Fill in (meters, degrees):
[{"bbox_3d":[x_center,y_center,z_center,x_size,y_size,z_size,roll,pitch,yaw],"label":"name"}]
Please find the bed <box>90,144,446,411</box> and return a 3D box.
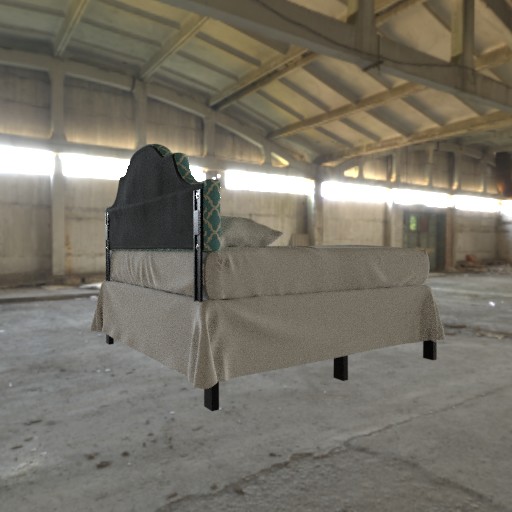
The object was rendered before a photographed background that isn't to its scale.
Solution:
[{"bbox_3d":[0.000,0.000,3.740,2.222,1.601,2.314,-1,1,-34],"label":"bed"}]
